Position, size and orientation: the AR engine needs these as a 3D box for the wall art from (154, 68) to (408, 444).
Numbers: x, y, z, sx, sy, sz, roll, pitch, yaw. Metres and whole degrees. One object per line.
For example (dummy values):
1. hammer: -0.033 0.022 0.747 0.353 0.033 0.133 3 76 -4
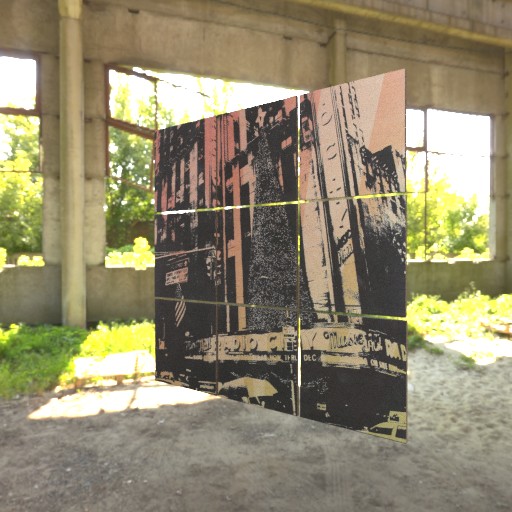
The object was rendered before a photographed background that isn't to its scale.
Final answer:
1. wall art: 0.000 0.000 1.358 0.919 0.917 0.010 0 0 36
